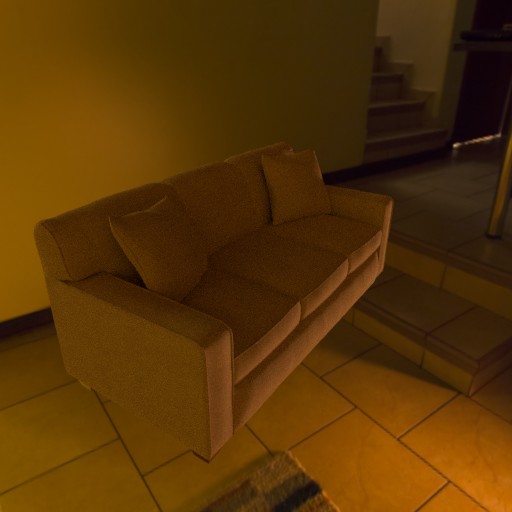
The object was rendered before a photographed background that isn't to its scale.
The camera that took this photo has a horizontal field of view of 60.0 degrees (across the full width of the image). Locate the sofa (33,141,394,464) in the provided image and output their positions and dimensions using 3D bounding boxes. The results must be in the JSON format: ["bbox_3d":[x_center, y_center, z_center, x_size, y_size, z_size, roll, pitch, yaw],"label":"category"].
[{"bbox_3d":[0.000,0.000,2.580,0.997,0.958,2.024,16,30,30],"label":"sofa"}]
